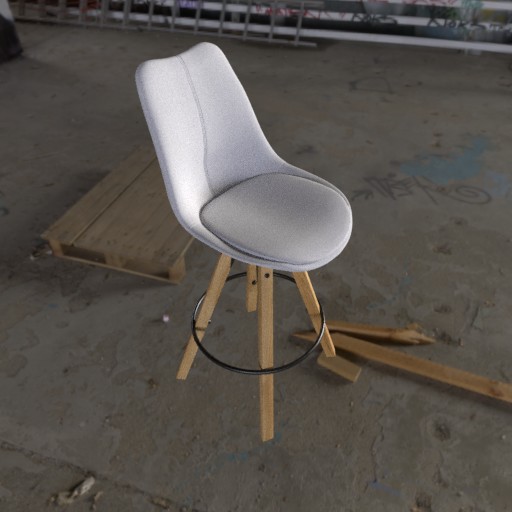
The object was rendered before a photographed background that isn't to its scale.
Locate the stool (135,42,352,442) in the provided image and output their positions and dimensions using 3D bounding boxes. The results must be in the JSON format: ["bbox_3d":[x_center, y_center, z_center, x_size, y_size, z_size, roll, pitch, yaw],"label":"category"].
[{"bbox_3d":[0.000,0.000,1.384,0.550,1.115,0.484,26,47,27],"label":"stool"}]
